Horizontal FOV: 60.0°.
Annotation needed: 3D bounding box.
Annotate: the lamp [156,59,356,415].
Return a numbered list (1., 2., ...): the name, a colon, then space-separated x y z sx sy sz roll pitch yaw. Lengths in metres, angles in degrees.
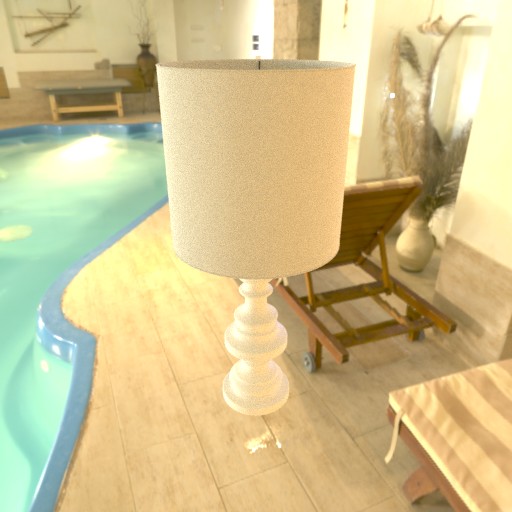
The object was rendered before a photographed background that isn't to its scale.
1. lamp: 0.000 0.000 0.571 0.208 0.455 0.208 -8 27 -16
